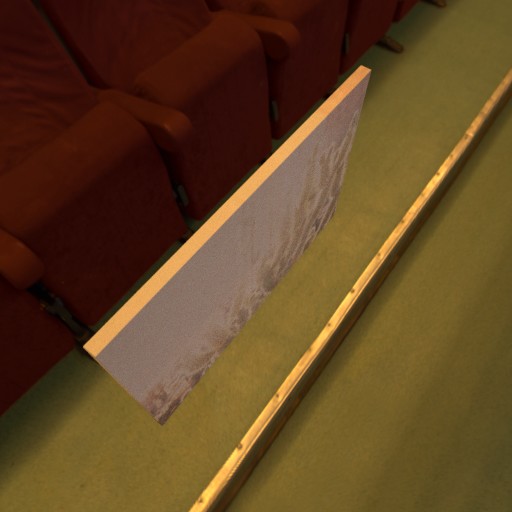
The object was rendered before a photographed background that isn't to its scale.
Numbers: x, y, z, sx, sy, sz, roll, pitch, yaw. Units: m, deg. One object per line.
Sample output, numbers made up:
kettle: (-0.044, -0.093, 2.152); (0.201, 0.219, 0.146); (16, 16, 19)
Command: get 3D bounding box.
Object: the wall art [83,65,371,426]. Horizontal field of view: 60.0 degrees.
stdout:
wall art: (0.000, 0.000, 1.468); (0.041, 0.758, 1.142); (33, 64, 18)
